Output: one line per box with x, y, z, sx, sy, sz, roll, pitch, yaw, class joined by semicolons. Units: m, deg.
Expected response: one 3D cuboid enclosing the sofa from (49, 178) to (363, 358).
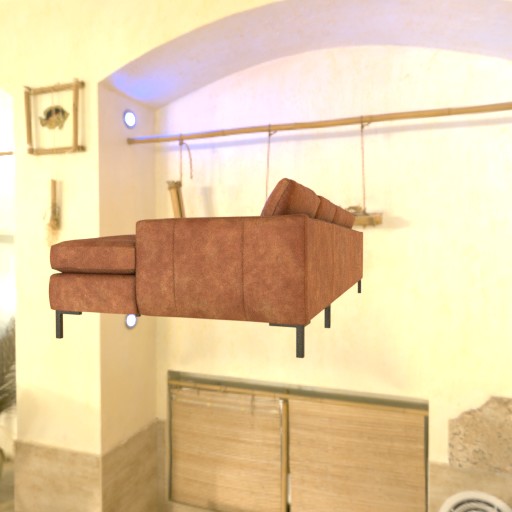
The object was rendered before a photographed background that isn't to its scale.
0.000;0.000;3.627;1.471;0.859;2.993;1;2;19;sofa
